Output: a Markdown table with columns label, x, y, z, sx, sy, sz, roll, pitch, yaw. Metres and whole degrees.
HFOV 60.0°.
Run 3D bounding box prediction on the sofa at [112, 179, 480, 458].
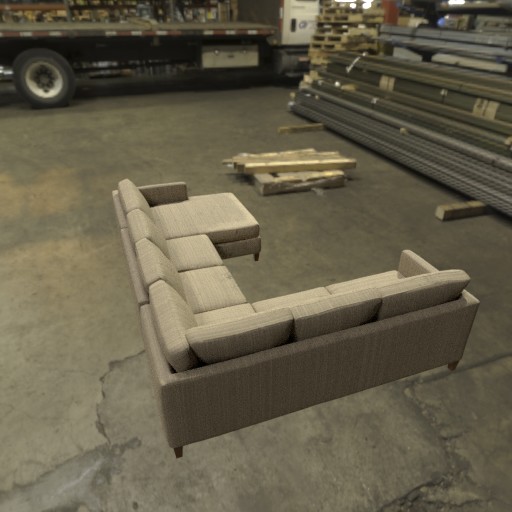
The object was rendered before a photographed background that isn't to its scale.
| label | x | y | z | sx | sy | sz | roll | pitch | yaw |
| --- | --- | --- | --- | --- | --- | --- | --- | --- | --- |
| sofa | 0.000 | 0.000 | 4.644 | 2.594 | 0.961 | 3.460 | -11 | 32 | -18 |
